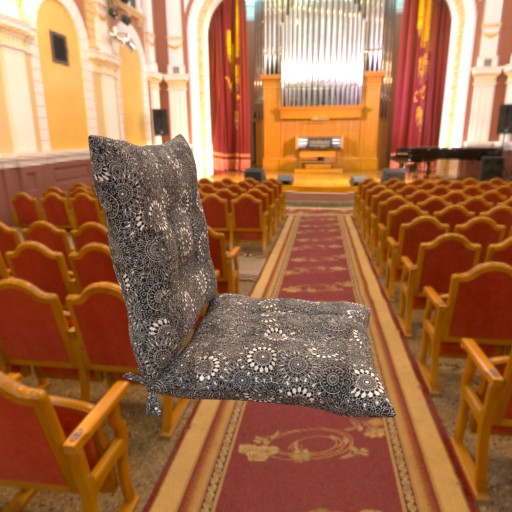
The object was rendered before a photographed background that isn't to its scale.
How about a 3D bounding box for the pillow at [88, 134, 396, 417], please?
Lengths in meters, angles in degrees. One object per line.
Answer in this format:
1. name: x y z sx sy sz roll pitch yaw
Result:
1. pillow: 0.000 0.000 1.007 0.585 0.536 0.541 2 15 8
